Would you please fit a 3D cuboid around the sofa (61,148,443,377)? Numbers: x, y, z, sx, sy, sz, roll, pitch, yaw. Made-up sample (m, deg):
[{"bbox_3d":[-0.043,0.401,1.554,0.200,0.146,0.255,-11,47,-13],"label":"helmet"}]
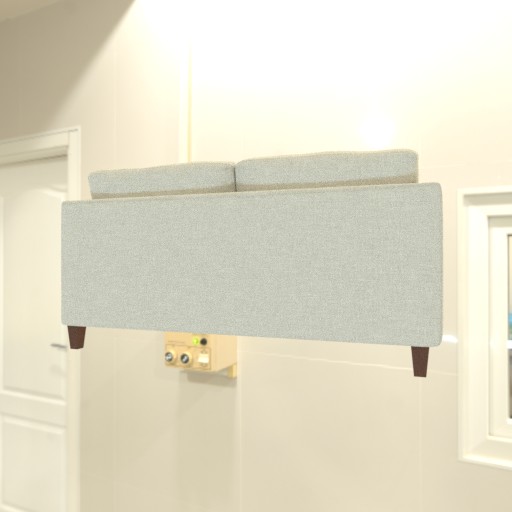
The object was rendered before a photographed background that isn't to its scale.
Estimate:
[{"bbox_3d":[0.000,0.000,2.430,1.838,0.963,0.950,0,0,19],"label":"sofa"}]
